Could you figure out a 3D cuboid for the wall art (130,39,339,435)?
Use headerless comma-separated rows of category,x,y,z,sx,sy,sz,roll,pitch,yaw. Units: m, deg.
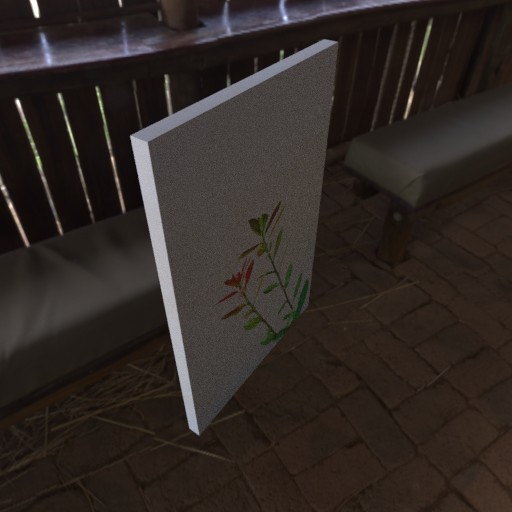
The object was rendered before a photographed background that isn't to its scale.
wall art,0.000,0.000,1.161,0.039,0.915,0.612,25,47,26
